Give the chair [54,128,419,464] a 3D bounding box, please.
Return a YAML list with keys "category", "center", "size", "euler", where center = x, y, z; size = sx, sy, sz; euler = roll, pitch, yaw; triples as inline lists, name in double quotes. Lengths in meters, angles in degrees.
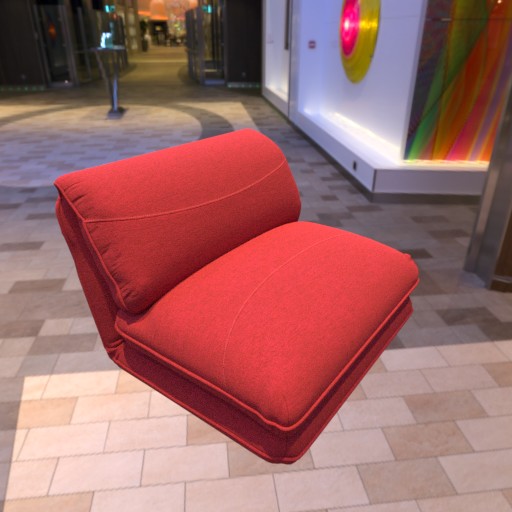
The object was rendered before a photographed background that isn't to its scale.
- category: "chair"
  center: [0.000, 0.000, 1.321]
  size: [0.780, 0.580, 0.820]
  euler: [19, 32, 32]
